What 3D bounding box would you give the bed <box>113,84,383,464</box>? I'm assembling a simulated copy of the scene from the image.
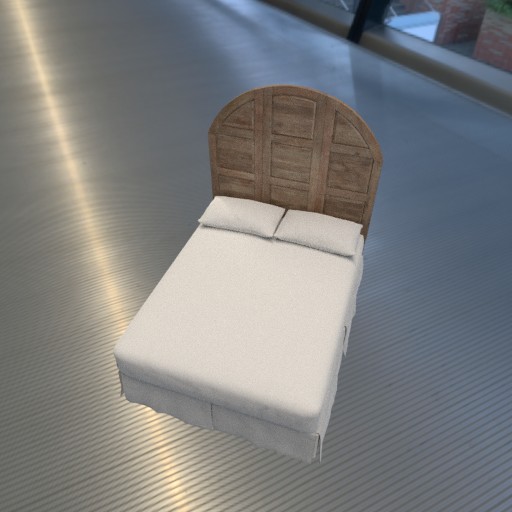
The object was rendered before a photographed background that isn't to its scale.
[{"bbox_3d":[0.000,0.000,3.567,1.713,2.002,2.112,13,44,14],"label":"bed"}]
